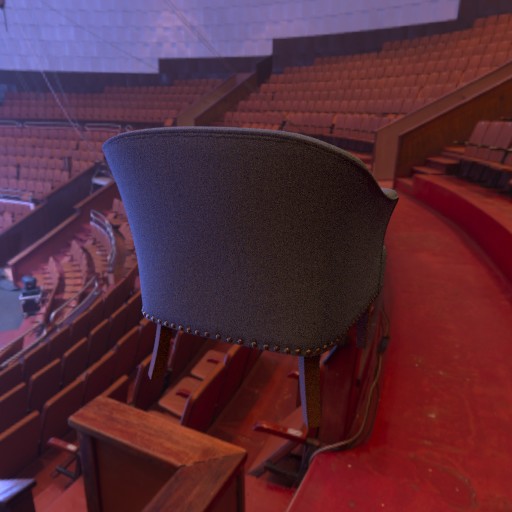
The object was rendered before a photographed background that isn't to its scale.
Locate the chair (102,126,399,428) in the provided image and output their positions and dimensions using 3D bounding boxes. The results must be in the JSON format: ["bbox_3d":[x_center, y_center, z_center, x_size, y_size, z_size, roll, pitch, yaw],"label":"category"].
[{"bbox_3d":[0.000,0.000,1.443,0.798,0.815,0.704,8,19,26],"label":"chair"}]
